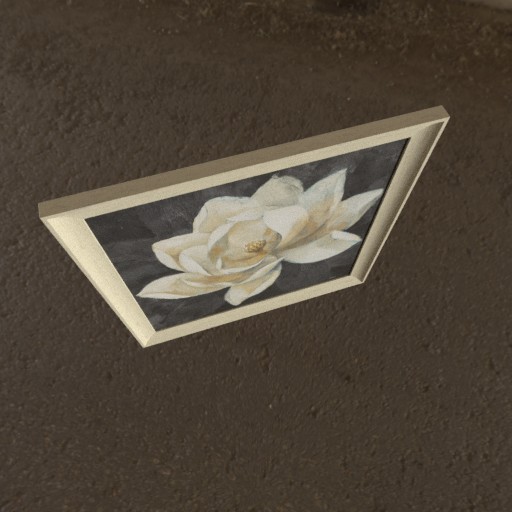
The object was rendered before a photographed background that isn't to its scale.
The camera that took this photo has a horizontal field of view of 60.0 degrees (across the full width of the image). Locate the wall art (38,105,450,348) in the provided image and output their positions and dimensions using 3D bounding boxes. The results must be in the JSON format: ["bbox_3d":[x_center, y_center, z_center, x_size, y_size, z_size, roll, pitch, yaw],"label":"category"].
[{"bbox_3d":[0.000,0.000,1.510,1.016,1.016,0.045,-15,63,-8],"label":"wall art"}]
